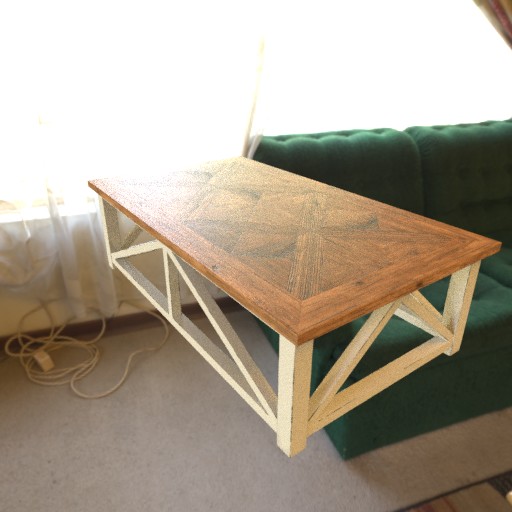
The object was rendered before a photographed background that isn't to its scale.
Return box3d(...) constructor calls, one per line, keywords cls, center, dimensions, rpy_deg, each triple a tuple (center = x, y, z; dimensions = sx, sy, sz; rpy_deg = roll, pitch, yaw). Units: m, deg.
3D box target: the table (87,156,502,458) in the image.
box3d(cls="table", center=(0.000, 0.000, 1.711), dimensions=(0.800, 0.410, 1.400), rpy_deg=(-17, 31, -32))
